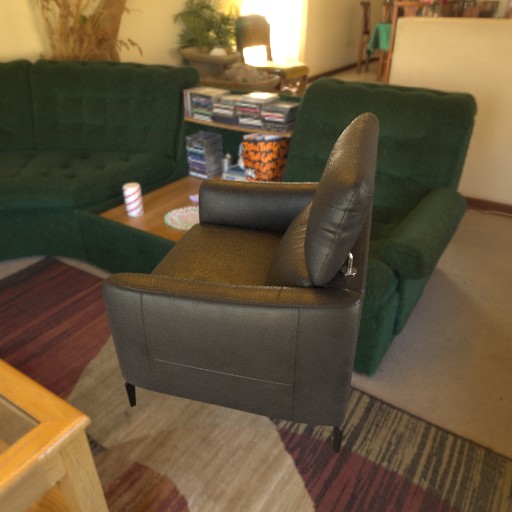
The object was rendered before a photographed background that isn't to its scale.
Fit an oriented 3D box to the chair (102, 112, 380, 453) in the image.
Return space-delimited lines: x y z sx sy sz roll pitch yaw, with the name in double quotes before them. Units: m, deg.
"chair" 0.000 0.000 1.687 0.809 0.949 0.976 8 32 13
